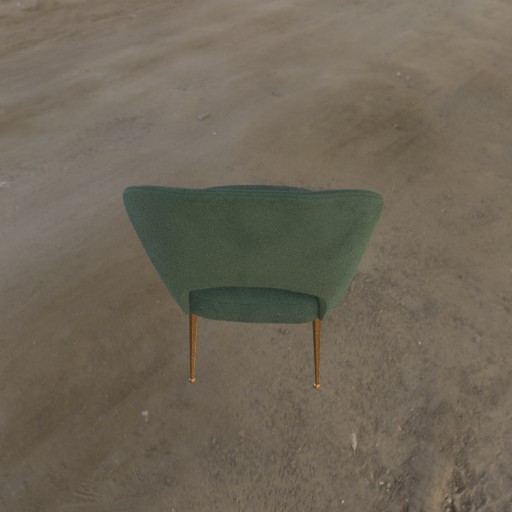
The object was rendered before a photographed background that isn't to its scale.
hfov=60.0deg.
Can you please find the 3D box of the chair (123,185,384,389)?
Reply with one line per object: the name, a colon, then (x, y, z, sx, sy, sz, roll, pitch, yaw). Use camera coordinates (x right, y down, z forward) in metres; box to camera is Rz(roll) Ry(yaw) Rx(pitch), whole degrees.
chair: (0.000, 0.000, 1.188, 0.527, 0.860, 0.577, 2, 46, 2)
